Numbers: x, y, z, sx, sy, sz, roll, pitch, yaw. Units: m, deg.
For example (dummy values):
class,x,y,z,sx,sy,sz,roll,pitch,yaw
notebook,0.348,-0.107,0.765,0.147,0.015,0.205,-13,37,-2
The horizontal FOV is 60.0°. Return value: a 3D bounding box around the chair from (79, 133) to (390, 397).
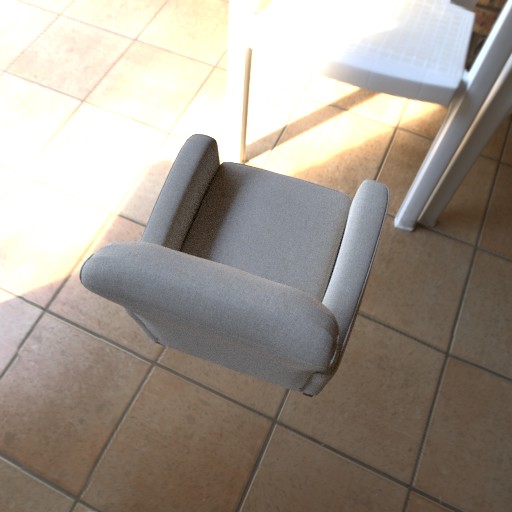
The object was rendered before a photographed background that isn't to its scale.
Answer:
class,x,y,z,sx,sy,sz,roll,pitch,yaw
chair,0.000,0.000,1.670,0.845,1.023,0.859,17,66,8
